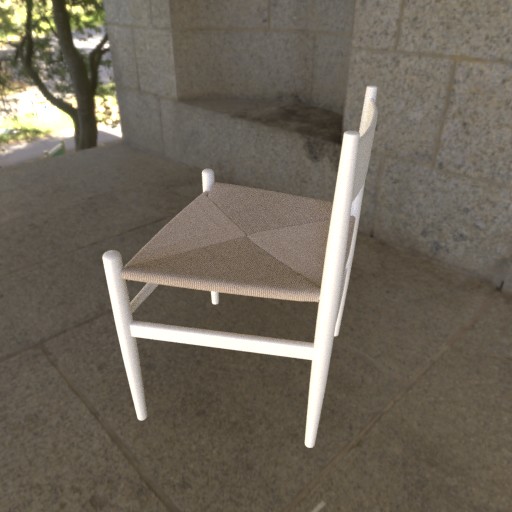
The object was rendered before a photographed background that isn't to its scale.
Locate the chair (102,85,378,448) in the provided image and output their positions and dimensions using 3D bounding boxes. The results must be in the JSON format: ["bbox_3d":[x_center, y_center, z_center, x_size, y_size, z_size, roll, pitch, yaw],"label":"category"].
[{"bbox_3d":[0.000,0.000,1.113,0.495,0.762,0.556,9,32,14],"label":"chair"}]
